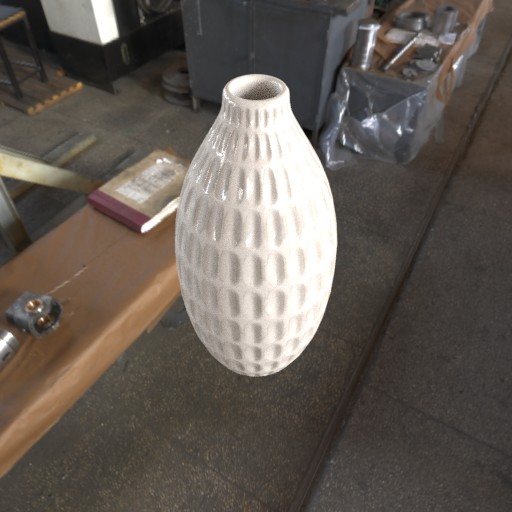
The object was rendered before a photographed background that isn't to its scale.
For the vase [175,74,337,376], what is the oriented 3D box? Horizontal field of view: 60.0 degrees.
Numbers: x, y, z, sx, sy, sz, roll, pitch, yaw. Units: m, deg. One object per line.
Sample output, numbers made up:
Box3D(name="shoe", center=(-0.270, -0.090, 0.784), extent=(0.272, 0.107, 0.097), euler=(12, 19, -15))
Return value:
Box3D(name="vase", center=(0.000, 0.000, 0.357), extent=(0.127, 0.282, 0.127), euler=(0, 46, 0))
